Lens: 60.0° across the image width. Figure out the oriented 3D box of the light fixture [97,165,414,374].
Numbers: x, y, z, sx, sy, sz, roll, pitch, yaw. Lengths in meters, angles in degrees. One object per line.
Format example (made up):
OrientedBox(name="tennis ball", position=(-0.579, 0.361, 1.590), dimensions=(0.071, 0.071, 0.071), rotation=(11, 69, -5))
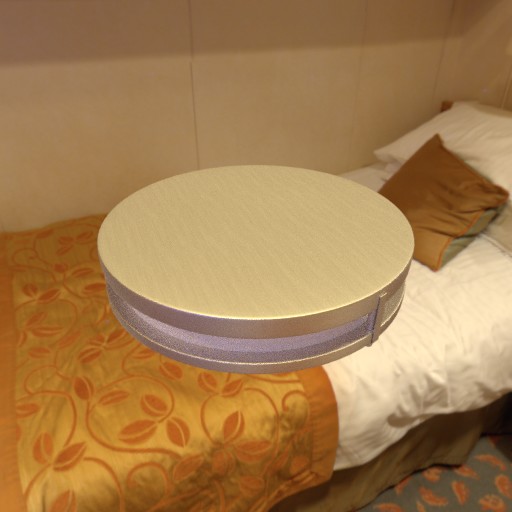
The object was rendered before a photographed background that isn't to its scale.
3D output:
OrientedBox(name="light fixture", position=(0.000, 0.000, 0.543), dimensions=(0.356, 0.102, 0.356), rotation=(0, 32, 0))
